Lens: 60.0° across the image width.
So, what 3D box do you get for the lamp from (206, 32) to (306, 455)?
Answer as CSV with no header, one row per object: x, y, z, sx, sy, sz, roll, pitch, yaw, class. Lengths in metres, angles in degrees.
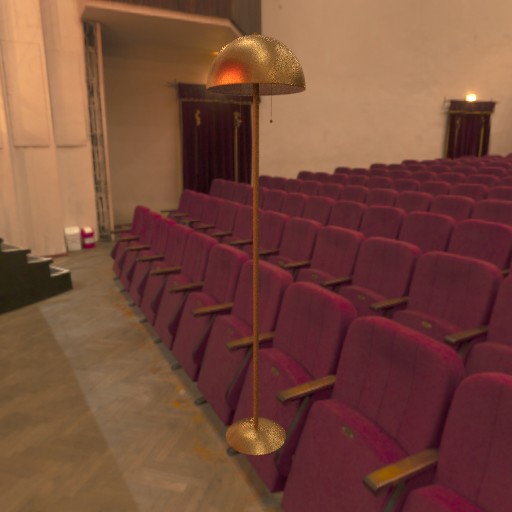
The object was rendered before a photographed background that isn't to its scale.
0.000,0.000,1.605,0.328,1.480,0.328,-7,15,-26,lamp
